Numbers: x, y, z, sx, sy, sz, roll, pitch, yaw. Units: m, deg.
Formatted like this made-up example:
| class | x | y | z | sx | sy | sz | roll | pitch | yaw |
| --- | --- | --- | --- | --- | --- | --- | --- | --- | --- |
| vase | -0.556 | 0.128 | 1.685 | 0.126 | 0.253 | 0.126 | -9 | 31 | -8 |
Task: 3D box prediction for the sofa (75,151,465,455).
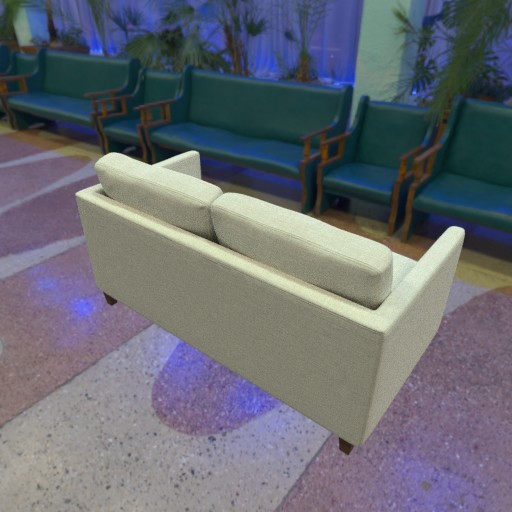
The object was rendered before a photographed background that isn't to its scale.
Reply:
| class | x | y | z | sx | sy | sz | roll | pitch | yaw |
| --- | --- | --- | --- | --- | --- | --- | --- | --- | --- |
| sofa | 0.000 | 0.000 | 2.409 | 1.838 | 0.963 | 0.950 | 23 | 39 | 32 |
